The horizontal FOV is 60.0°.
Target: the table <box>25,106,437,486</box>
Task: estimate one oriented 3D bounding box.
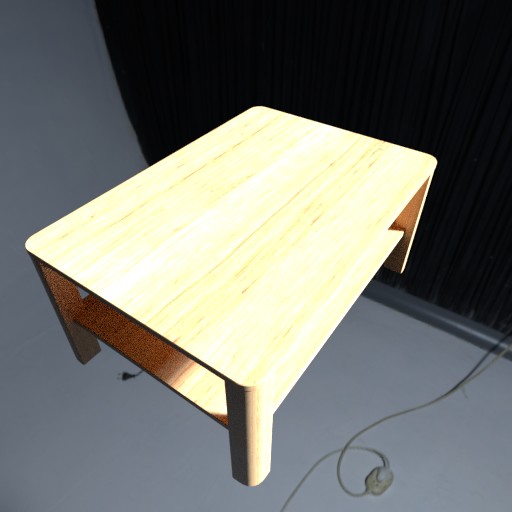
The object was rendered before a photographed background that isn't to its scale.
[{"bbox_3d":[0.000,0.000,1.364,0.696,0.445,0.997,25,47,26],"label":"table"}]
